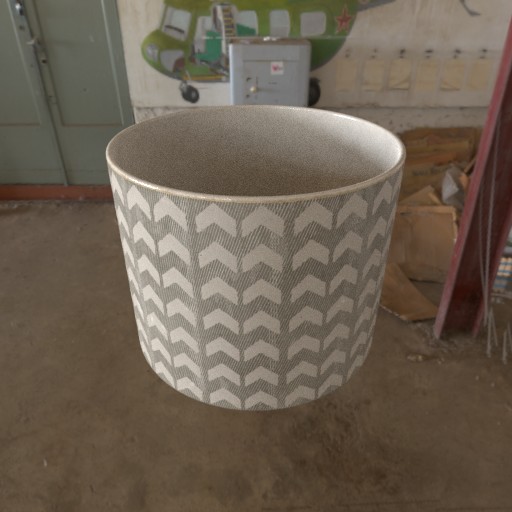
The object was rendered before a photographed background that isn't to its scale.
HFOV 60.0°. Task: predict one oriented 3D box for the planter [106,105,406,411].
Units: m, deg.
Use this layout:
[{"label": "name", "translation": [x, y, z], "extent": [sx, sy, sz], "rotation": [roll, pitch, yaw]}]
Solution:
[{"label": "planter", "translation": [0.000, 0.000, 0.338], "extent": [0.190, 0.181, 0.190], "rotation": [0, 32, 0]}]
